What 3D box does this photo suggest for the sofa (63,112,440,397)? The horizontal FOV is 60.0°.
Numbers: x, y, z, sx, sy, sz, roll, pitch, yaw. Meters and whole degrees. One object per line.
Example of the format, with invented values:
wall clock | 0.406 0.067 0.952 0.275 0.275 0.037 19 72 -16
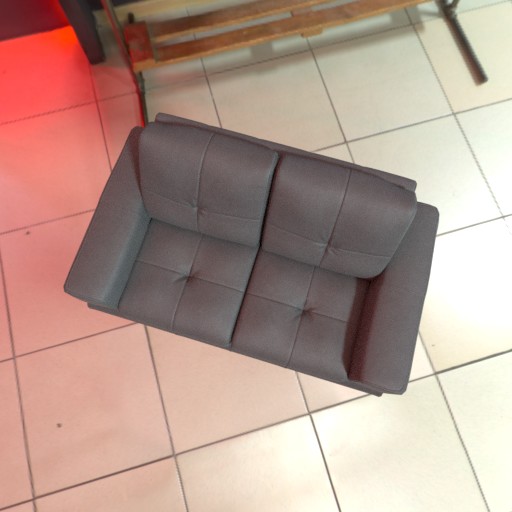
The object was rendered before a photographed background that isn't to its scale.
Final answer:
sofa | 0.000 0.000 2.380 1.806 0.907 1.018 16 75 4
